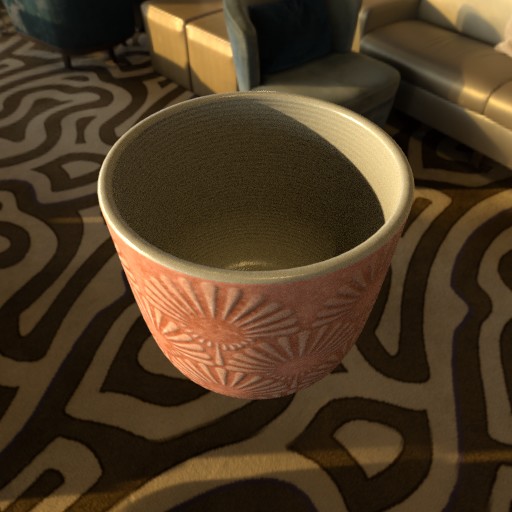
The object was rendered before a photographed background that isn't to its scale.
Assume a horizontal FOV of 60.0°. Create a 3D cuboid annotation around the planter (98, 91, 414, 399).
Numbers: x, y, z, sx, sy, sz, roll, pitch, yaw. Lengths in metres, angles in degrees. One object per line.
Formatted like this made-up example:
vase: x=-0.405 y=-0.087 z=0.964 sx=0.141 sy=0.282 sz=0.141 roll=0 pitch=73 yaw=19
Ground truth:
planter: x=0.000 y=0.000 z=0.217 sx=0.124 sy=0.109 sz=0.124 roll=0 pitch=47 yaw=0
